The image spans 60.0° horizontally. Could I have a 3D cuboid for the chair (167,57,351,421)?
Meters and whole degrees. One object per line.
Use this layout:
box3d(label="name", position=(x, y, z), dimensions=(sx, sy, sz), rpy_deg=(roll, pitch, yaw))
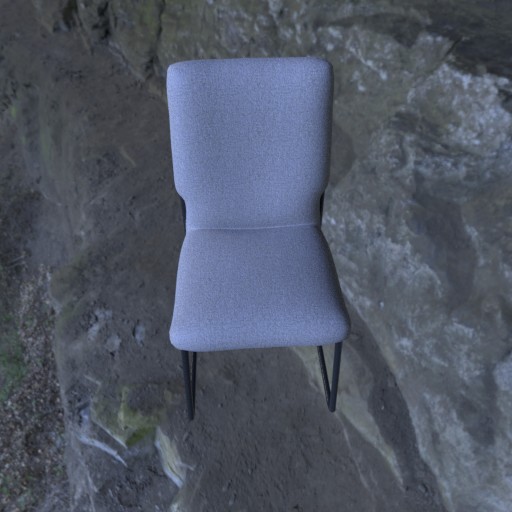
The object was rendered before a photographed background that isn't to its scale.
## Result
box3d(label="chair", position=(0.000, 0.000, 1.203), dimensions=(0.448, 0.864, 0.560), rpy_deg=(-3, 47, -2))
